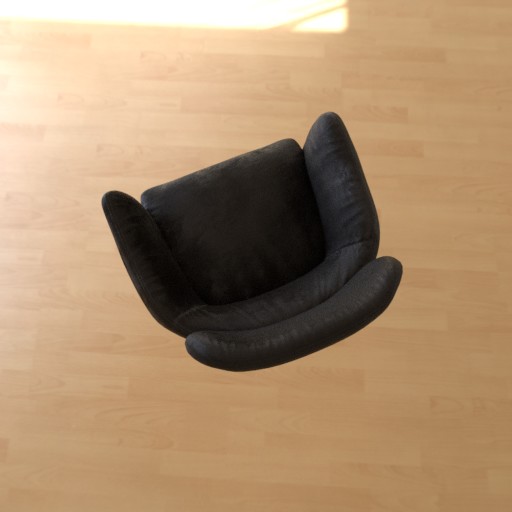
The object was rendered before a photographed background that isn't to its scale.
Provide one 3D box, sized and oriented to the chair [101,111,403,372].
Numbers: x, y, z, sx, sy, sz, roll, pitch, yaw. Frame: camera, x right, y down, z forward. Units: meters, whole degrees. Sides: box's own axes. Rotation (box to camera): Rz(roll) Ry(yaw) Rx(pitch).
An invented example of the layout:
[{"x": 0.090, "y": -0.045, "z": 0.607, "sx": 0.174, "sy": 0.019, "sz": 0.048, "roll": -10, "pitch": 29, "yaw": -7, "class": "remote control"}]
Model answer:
[{"x": 0.000, "y": 0.000, "z": 1.239, "sx": 0.640, "sy": 0.818, "sz": 0.604, "roll": -21, "pitch": 76, "yaw": -6, "class": "chair"}]
